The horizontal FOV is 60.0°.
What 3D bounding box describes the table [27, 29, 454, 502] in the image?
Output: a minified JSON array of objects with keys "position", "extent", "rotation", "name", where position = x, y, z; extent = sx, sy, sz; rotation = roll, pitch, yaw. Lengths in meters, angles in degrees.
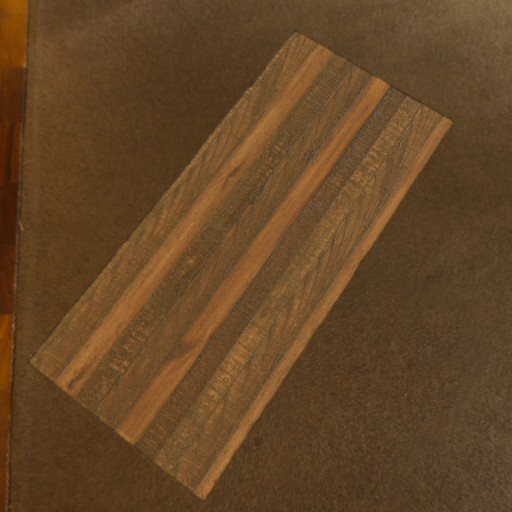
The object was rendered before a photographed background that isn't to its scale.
[{"position":[0.000,0.000,1.168],"extent":[0.452,0.399,0.990],"rotation":[34,78,8],"name":"table"}]
